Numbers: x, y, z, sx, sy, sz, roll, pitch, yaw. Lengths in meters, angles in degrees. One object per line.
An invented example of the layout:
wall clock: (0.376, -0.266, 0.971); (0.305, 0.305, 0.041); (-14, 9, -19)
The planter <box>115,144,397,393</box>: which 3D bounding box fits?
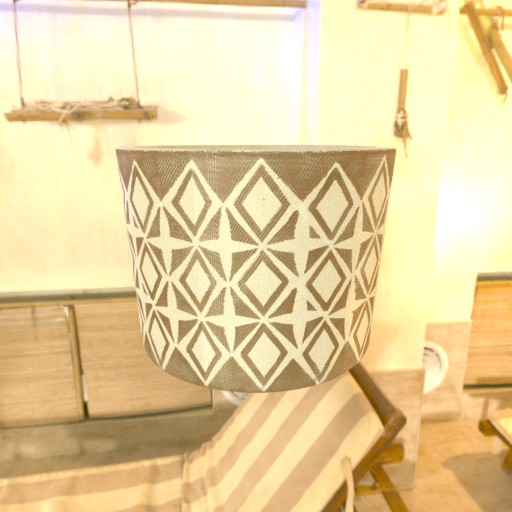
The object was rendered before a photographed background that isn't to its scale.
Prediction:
planter: (0.000, 0.000, 0.456); (0.260, 0.220, 0.260); (0, 15, 0)
